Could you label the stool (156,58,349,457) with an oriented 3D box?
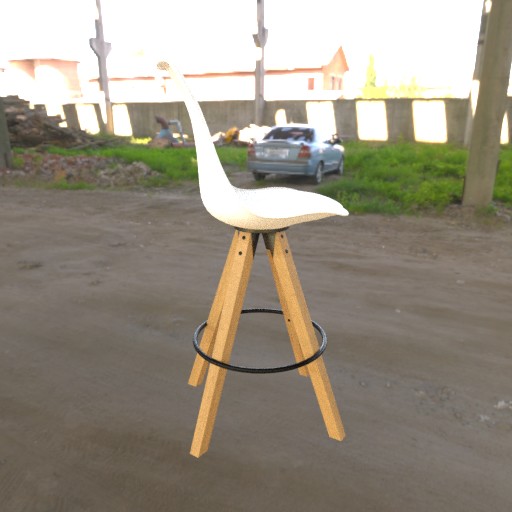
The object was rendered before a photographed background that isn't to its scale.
[{"bbox_3d":[0.000,0.000,1.397,0.549,1.115,0.482,-3,17,-9],"label":"stool"}]
